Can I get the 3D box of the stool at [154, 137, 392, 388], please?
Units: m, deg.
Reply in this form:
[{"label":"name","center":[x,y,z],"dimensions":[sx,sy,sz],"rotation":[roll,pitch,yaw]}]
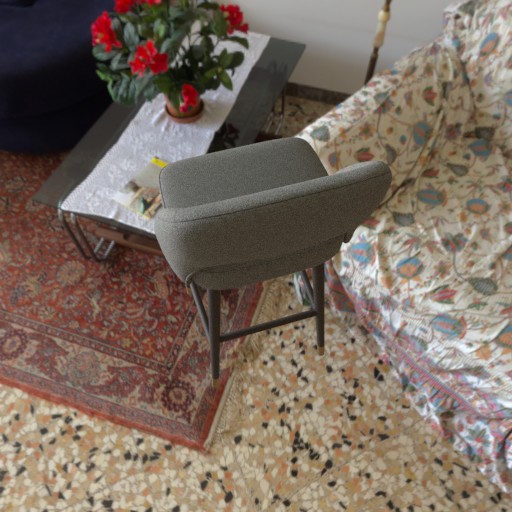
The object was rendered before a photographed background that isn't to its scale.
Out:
[{"label":"stool","center":[0.000,0.000,1.369],"dimensions":[0.536,1.089,0.524],"rotation":[-15,58,-9]}]
